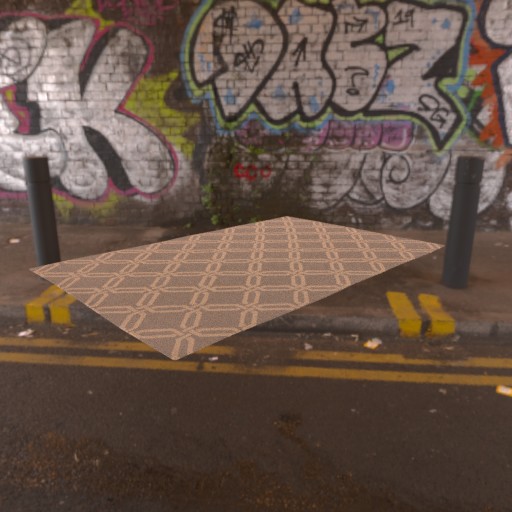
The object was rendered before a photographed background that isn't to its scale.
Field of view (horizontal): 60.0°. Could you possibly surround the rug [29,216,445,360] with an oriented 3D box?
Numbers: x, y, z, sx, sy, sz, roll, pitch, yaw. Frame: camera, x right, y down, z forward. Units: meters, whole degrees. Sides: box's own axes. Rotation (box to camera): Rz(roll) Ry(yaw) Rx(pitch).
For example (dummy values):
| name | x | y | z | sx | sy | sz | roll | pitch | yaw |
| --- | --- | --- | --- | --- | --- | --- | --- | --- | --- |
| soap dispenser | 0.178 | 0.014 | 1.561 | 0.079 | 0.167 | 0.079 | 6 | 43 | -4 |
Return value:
| name | x | y | z | sx | sy | sz | roll | pitch | yaw |
| --- | --- | --- | --- | --- | --- | --- | --- | --- | --- |
| rug | 0.000 | 0.000 | 2.188 | 1.754 | 0.010 | 1.148 | -15 | 22 | -42 |
